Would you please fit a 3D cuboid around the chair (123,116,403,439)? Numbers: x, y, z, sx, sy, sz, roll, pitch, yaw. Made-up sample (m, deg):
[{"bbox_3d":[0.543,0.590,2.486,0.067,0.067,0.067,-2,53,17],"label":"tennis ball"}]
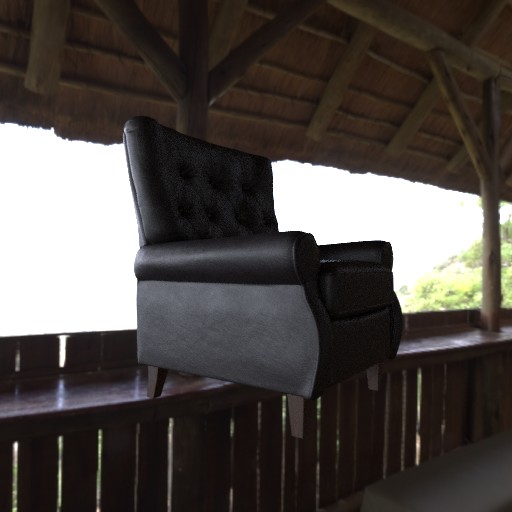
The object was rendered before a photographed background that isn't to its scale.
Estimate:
[{"bbox_3d":[0.000,0.000,1.927,1.058,1.158,0.948,-1,-1,36],"label":"chair"}]
